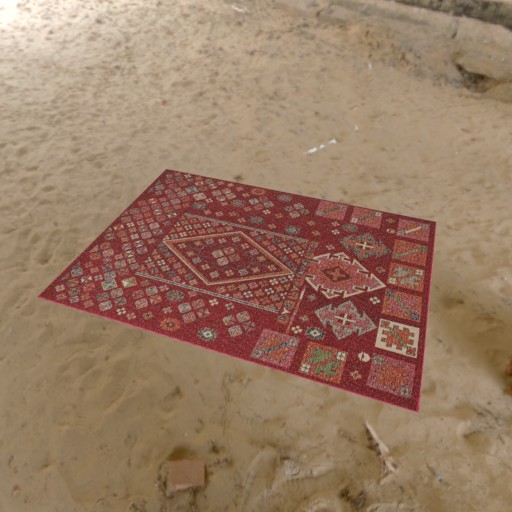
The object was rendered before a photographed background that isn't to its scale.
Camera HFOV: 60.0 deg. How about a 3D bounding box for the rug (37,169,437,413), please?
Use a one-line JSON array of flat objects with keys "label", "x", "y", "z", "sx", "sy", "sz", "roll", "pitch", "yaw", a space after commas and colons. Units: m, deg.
[{"label": "rug", "x": 0.000, "y": 0.000, "z": 4.391, "sx": 3.306, "sy": 0.011, "sz": 2.389, "roll": 13, "pitch": 43, "yaw": 15}]
